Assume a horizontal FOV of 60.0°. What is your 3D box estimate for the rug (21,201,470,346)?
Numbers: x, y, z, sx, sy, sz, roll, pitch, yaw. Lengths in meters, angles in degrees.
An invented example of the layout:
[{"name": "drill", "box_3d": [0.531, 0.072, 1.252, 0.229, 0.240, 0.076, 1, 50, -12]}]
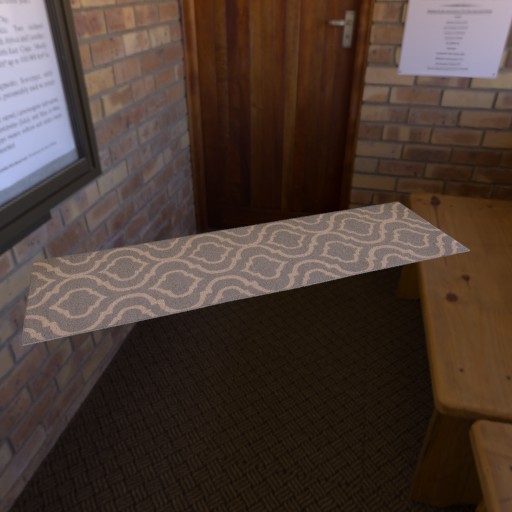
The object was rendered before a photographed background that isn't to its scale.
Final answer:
[{"name": "rug", "box_3d": [0.000, 0.000, 2.399, 2.275, 0.009, 0.684, -10, 33, -16]}]
